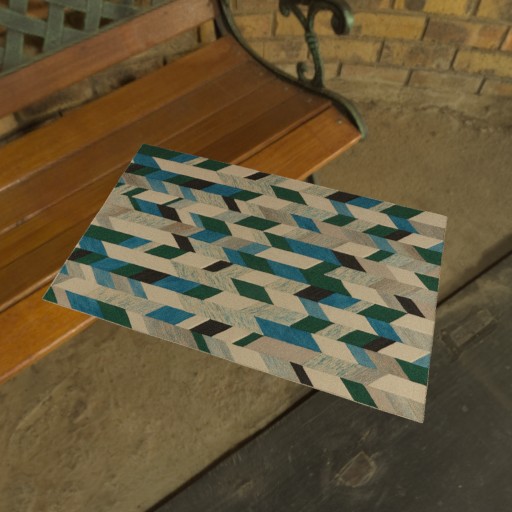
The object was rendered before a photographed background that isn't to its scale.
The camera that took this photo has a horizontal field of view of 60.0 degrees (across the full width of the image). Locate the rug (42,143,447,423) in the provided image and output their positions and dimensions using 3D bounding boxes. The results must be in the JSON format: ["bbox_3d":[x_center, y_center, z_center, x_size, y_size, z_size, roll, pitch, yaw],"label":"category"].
[{"bbox_3d":[0.000,0.000,3.033,2.433,0.007,1.507,15,59,10],"label":"rug"}]
